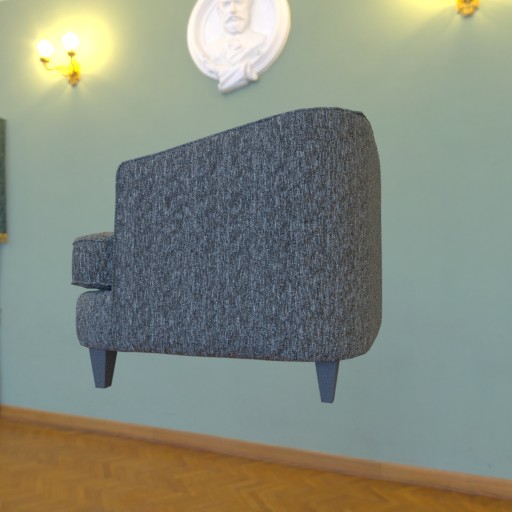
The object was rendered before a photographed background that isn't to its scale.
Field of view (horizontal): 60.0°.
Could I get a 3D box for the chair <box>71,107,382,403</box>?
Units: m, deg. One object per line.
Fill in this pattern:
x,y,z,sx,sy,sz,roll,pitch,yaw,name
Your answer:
0.000,0.000,1.764,0.941,0.852,1.104,0,-1,19,chair
